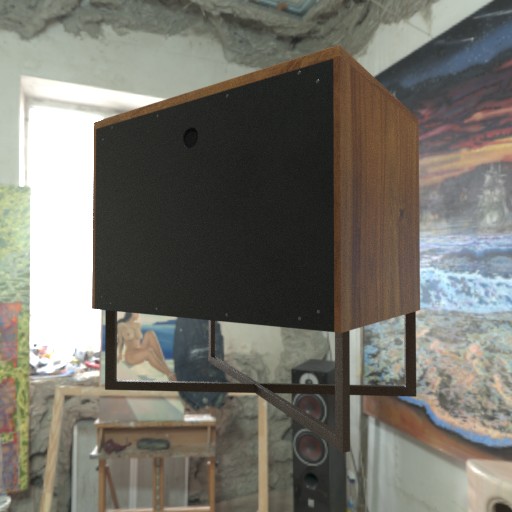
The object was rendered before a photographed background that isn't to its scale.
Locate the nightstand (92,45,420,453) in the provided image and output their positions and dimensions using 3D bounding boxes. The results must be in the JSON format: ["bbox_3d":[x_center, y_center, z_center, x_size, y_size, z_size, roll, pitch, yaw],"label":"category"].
[{"bbox_3d":[0.000,0.000,1.004,0.613,0.615,0.427,-1,-2,36],"label":"nightstand"}]
